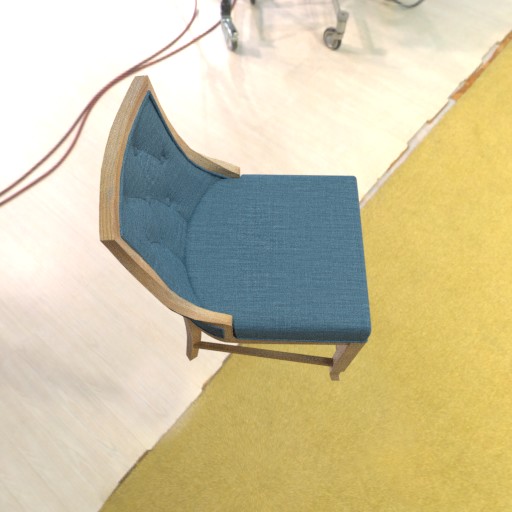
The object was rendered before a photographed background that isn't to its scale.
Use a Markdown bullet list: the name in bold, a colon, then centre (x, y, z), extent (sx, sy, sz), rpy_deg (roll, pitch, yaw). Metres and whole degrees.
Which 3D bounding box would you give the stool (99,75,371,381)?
- **stool**: centre (0.000, 0.000, 1.326), extent (0.626, 0.938, 0.524), rpy_deg (1, 62, 1)
